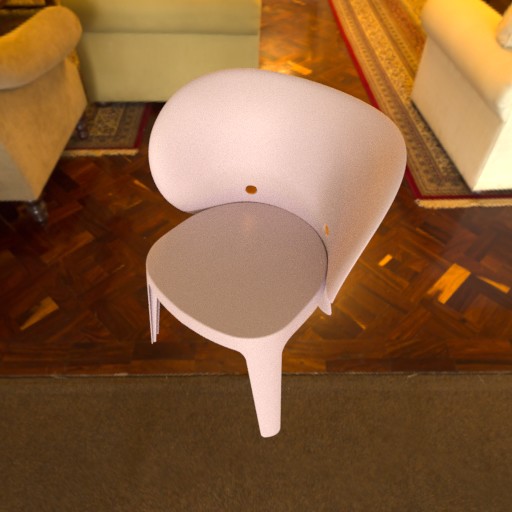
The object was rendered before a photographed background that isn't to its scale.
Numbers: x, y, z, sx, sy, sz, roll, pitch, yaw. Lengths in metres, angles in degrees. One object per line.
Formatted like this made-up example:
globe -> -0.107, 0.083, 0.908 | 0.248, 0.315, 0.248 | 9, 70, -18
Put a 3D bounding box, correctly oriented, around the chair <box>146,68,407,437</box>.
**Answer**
chair -> 0.000, 0.000, 0.871 | 0.451, 0.554, 0.402 | 32, 55, 26
